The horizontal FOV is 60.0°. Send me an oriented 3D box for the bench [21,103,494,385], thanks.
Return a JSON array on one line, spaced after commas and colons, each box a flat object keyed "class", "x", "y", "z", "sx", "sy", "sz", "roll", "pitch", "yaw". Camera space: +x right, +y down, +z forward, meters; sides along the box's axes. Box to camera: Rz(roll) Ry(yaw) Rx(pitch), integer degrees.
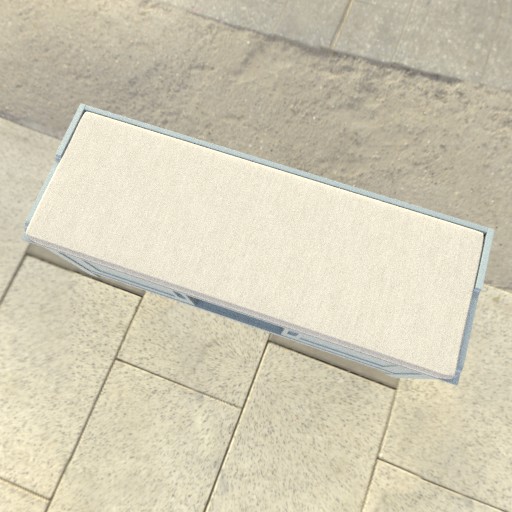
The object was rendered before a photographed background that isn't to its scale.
[{"class": "bench", "x": 0.000, "y": 0.000, "z": 1.337, "sx": 1.140, "sy": 0.501, "sz": 0.398, "roll": 18, "pitch": 76, "yaw": 5}]
